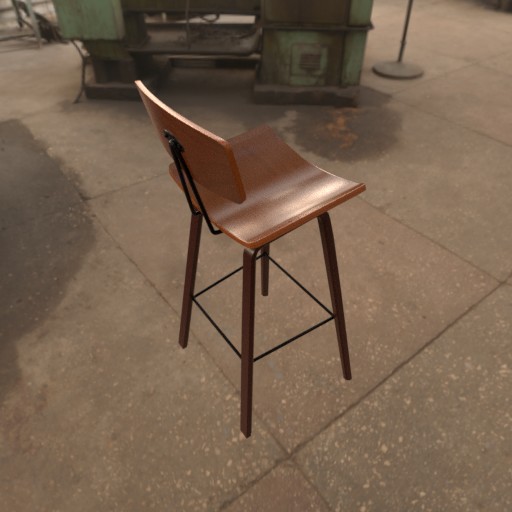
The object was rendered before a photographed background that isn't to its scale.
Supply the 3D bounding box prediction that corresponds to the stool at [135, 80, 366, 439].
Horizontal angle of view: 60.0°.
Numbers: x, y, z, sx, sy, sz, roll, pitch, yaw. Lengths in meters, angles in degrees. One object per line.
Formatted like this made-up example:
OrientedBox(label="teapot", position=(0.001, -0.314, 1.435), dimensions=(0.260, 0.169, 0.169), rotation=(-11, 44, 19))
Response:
OrientedBox(label="stool", position=(0.000, 0.000, 1.251), dimensions=(0.440, 0.969, 0.509), rotation=(-25, 47, -26))
